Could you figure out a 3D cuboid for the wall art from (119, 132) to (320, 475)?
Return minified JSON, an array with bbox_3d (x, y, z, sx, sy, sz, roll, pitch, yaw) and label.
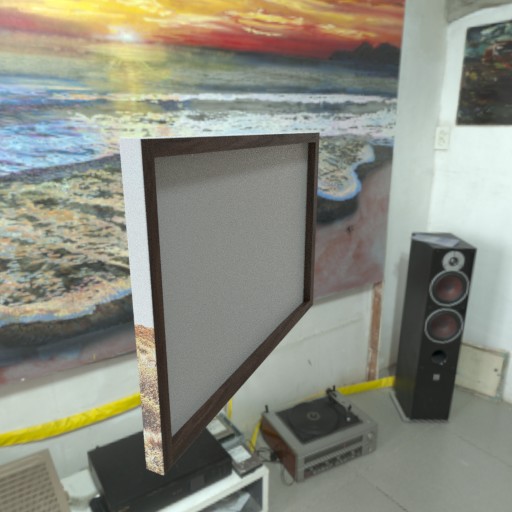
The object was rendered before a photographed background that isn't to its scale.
[{"bbox_3d":[0.000,0.000,1.435,0.051,0.761,1.138,7,18,24],"label":"wall art"}]
